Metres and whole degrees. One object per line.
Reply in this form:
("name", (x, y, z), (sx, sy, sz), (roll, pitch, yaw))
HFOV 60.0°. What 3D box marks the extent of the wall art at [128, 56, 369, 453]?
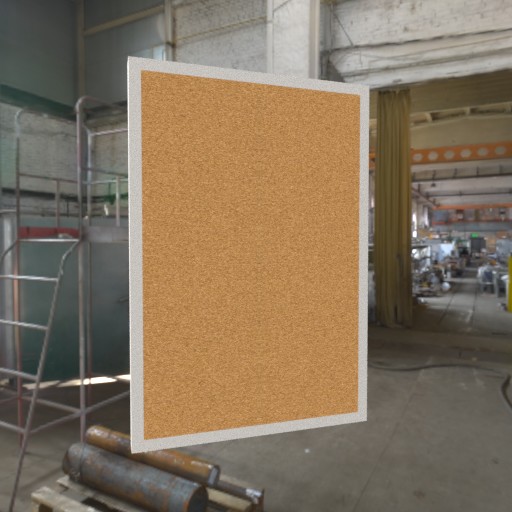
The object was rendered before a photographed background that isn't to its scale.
("wall art", (0.000, 0.000, 0.819), (0.450, 0.657, 0.038), (-1, 2, -18))
